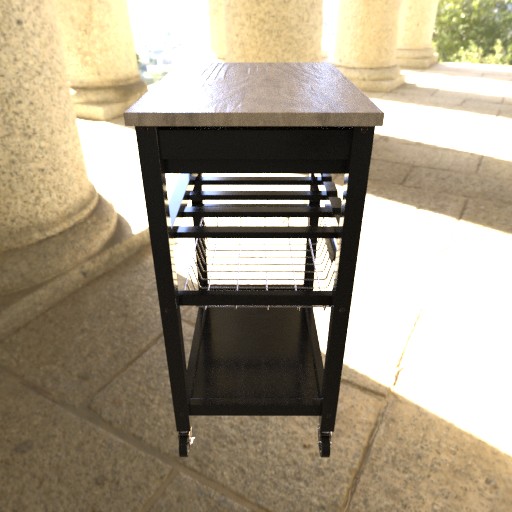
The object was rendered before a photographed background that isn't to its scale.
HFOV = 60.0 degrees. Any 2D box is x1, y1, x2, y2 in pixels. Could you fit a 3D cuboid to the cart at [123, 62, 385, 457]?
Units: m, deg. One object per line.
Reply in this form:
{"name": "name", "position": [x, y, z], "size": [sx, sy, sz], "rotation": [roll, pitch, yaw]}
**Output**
{"name": "cart", "position": [0.000, 0.000, 1.129], "size": [0.403, 0.839, 0.584], "rotation": [0, 31, 0]}
